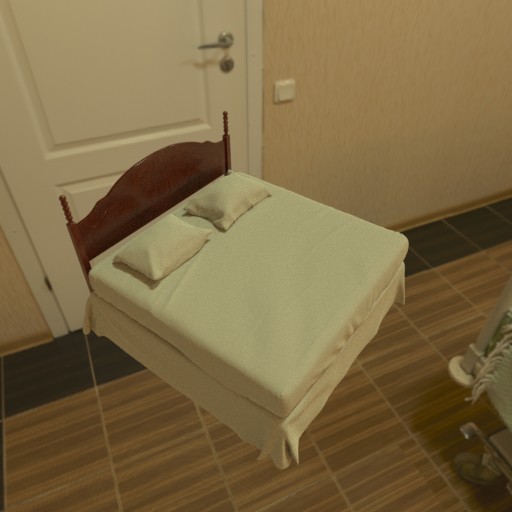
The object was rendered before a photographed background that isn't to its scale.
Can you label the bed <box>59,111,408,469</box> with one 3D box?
[{"bbox_3d":[0.000,0.000,3.752,2.219,1.355,2.322,26,47,27],"label":"bed"}]
